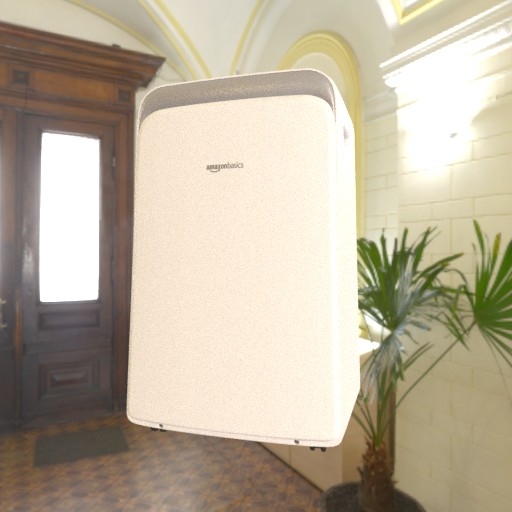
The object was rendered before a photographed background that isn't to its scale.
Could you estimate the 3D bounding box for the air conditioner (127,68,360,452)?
[{"bbox_3d":[0.000,0.000,1.069,0.478,0.765,0.467,0,0,16],"label":"air conditioner"}]
